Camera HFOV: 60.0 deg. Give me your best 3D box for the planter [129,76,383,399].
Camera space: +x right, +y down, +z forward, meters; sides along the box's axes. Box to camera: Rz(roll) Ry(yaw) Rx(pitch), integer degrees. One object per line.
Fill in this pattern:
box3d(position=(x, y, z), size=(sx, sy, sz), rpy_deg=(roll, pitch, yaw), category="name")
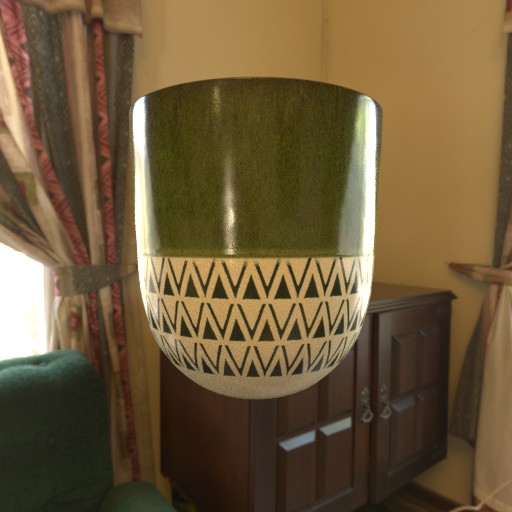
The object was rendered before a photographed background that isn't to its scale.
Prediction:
box3d(position=(0.000, 0.000, 0.449), size=(0.245, 0.270, 0.245), rpy_deg=(0, 2, 0), category="planter")
